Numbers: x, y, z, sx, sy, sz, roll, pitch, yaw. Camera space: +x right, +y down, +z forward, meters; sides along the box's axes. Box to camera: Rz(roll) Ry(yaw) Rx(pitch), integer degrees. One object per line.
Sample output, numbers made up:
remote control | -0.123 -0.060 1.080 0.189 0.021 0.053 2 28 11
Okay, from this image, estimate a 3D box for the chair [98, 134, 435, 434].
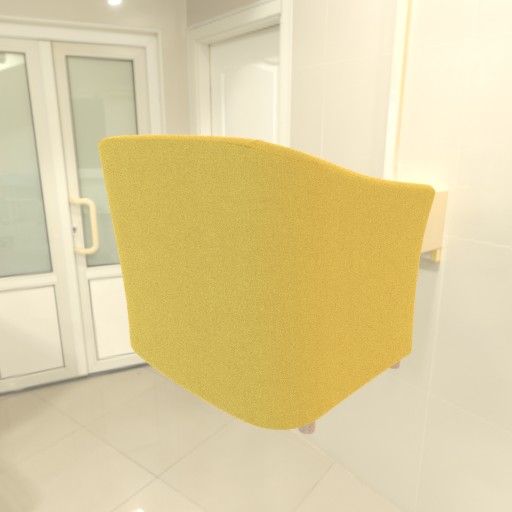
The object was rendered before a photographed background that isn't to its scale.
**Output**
chair | 0.000 0.000 1.361 0.790 0.720 0.700 15 21 42
